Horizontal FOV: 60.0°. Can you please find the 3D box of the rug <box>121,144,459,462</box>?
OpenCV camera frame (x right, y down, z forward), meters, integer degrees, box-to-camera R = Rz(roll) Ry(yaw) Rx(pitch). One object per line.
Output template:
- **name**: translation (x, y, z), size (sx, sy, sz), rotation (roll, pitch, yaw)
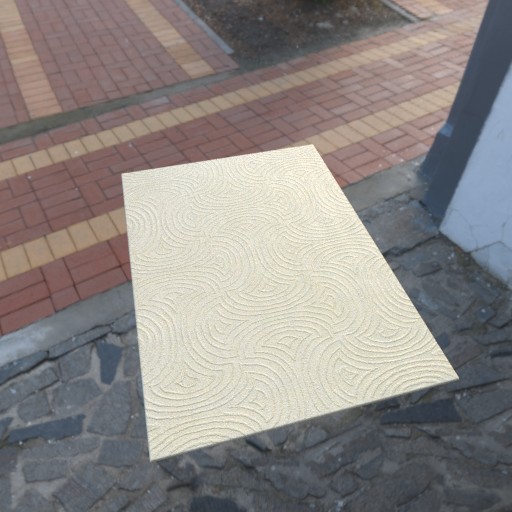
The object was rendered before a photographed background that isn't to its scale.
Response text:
- **rug**: translation (0.000, 0.000, 2.767), size (1.526, 0.015, 2.132), rotation (-11, 48, -10)
